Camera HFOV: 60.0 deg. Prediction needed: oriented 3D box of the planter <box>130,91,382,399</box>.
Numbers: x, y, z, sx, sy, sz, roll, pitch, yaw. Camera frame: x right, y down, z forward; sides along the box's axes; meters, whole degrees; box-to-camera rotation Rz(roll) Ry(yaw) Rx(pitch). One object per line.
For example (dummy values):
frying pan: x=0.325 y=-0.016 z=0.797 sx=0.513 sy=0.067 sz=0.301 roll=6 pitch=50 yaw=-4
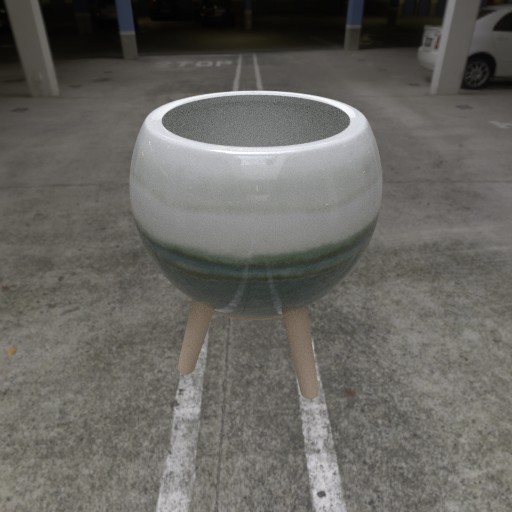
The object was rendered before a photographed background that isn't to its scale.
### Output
planter: x=0.000 y=0.000 z=0.442 sx=0.222 sy=0.278 sz=0.222 roll=0 pitch=33 yaw=0
